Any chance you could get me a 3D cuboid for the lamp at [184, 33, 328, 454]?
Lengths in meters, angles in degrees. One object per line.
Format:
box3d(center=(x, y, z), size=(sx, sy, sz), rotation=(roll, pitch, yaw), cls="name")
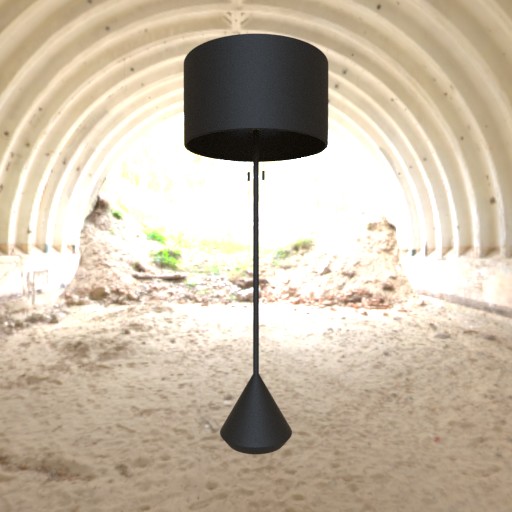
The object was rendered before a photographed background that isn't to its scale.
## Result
box3d(center=(0.000, 0.000, 1.808), size=(0.580, 1.526, 0.580), rotation=(-1, 1, -36), cls="lamp")
